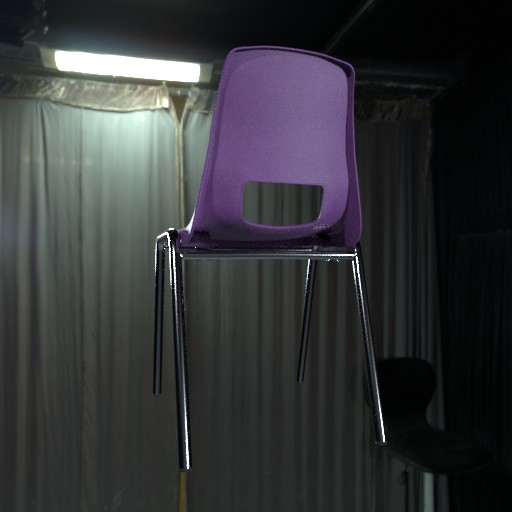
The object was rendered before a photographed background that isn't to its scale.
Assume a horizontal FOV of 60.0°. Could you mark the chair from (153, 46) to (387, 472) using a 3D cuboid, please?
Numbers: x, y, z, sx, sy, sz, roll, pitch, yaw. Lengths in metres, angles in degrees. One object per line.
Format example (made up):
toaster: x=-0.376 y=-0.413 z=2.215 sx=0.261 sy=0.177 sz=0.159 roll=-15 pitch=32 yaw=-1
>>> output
chair: x=0.000 y=0.000 z=0.898 sx=0.381 sy=0.654 sz=0.432 roll=0 pitch=0 yaw=-17
